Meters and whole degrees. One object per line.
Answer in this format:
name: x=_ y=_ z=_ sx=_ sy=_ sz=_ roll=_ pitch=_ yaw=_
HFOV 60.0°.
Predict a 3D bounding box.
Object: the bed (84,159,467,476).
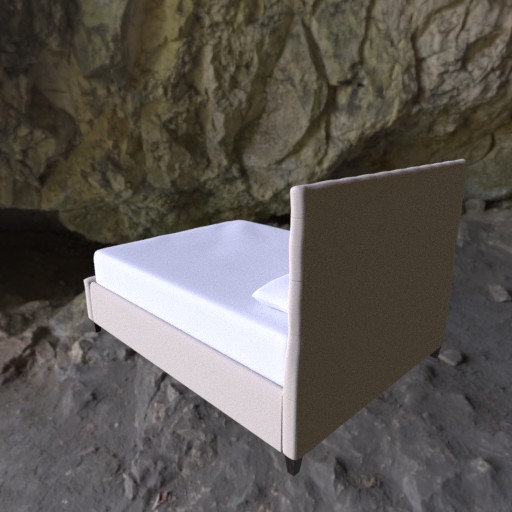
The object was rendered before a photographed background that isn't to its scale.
bed: x=0.000 y=0.000 z=3.249 sx=1.696 sy=1.426 sz=2.233 roll=-17 pitch=24 yaw=-42
